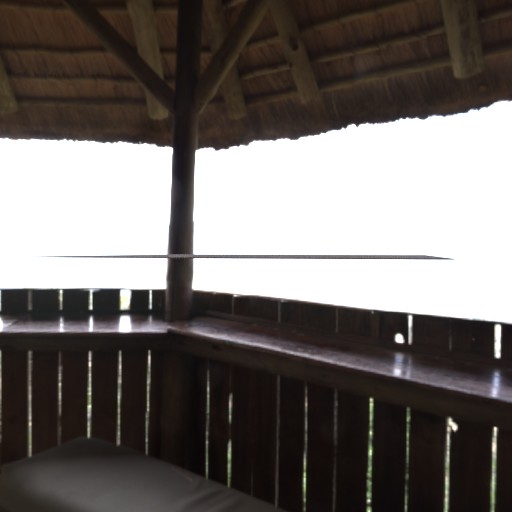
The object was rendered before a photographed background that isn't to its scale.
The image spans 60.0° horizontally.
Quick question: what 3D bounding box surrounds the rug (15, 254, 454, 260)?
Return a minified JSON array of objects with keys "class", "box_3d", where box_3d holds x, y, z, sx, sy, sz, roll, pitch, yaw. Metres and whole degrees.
[{"class":"rug","box_3d":[0.000,0.000,4.051,3.046,0.008,2.442,0,1,17]}]
